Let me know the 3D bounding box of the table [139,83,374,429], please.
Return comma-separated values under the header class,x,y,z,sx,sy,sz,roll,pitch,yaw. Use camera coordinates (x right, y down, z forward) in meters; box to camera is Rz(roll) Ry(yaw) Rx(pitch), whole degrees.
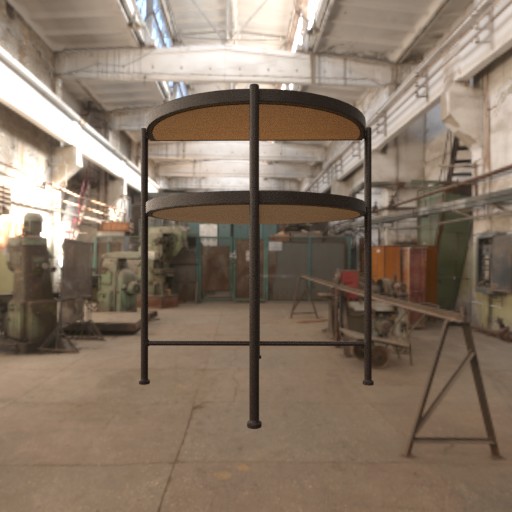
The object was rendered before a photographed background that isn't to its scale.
class,x,y,z,sx,sy,sz,roll,pitch,yaw
table,0.000,0.000,1.188,0.629,0.684,0.628,0,0,1
